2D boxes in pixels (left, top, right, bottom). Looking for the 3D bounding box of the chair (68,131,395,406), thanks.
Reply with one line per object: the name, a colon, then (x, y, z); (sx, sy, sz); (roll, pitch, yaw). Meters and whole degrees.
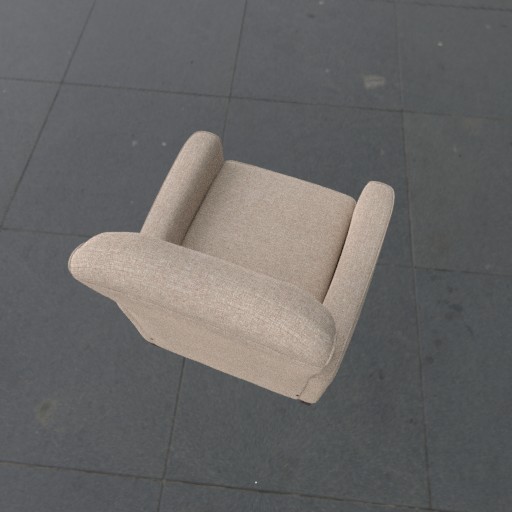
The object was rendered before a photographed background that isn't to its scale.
chair: (0.000, 0.000, 1.624); (0.841, 1.028, 0.858); (19, 64, 9)
